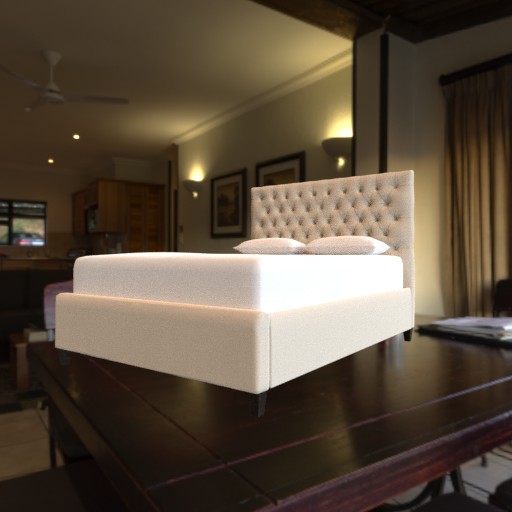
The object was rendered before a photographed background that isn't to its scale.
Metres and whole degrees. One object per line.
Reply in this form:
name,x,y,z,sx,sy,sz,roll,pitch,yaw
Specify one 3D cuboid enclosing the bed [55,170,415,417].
bed,0.000,0.000,3.321,1.696,1.426,2.233,0,0,36
